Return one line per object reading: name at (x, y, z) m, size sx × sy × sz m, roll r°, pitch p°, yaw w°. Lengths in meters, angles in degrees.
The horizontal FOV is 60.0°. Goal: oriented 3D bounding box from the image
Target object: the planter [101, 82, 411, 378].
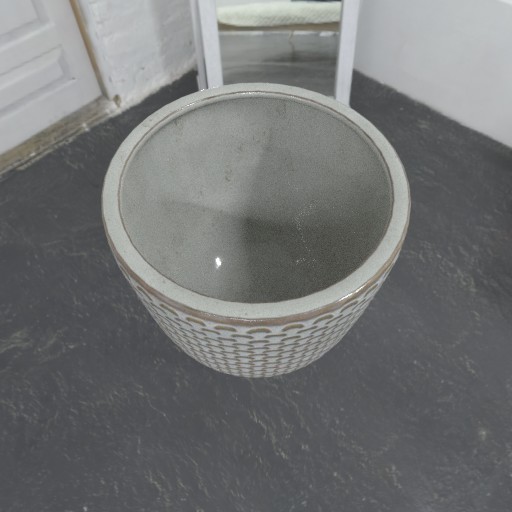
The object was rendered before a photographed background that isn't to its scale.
planter at (0.000, 0.000, 0.253) m, size 0.139 × 0.130 × 0.139 m, roll 0°, pitch 58°, yaw 0°
